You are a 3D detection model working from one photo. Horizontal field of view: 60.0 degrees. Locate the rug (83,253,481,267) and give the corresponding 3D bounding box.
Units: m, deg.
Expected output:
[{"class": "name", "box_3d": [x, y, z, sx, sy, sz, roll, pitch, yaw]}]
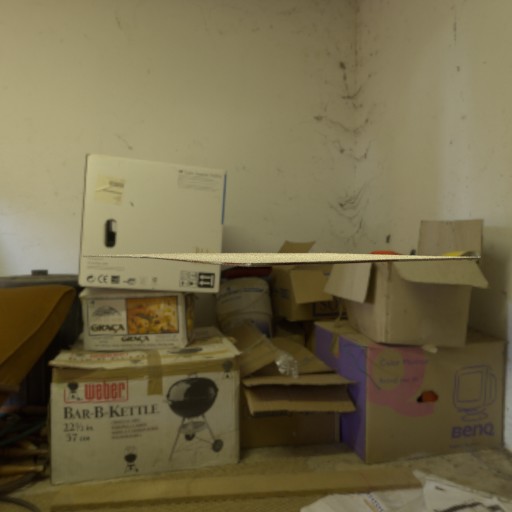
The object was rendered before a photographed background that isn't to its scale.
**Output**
[{"class": "rug", "box_3d": [0.000, 0.000, 4.348, 2.434, 0.045, 3.202, -1, 1, -36]}]
